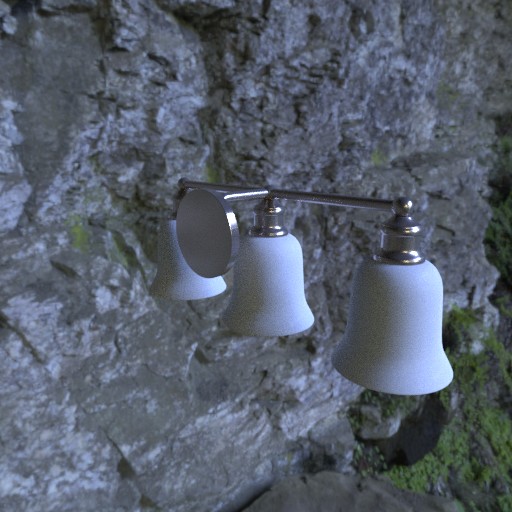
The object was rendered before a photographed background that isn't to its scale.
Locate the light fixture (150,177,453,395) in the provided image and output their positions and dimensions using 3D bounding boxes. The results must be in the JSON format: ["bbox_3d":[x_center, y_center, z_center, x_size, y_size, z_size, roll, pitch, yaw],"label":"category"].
[{"bbox_3d":[0.000,0.000,0.658,0.198,0.211,0.570,-13,19,-43],"label":"light fixture"}]
